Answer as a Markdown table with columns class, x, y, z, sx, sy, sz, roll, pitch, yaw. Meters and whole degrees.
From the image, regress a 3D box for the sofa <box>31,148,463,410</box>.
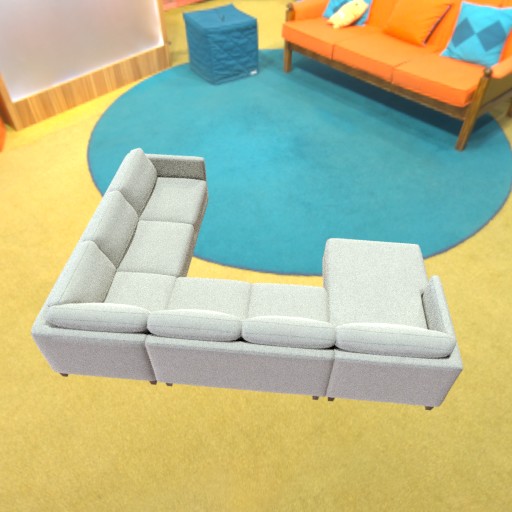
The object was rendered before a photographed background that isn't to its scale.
| class | x | y | z | sx | sy | sz | roll | pitch | yaw |
| --- | --- | --- | --- | --- | --- | --- | --- | --- | --- |
| sofa | 0.000 | 0.000 | 4.301 | 3.238 | 0.853 | 2.551 | 4 | 45 | 4 |
